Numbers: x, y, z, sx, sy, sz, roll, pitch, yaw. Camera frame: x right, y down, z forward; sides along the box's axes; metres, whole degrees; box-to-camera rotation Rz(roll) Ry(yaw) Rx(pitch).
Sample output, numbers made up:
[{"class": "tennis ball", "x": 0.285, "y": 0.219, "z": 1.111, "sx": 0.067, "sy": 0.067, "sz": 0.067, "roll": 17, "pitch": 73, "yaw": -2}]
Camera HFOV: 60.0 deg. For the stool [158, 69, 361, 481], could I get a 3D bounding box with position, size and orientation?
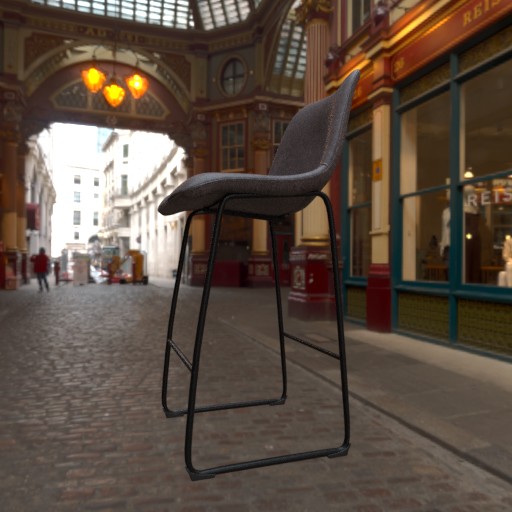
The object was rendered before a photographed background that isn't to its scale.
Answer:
[{"class": "stool", "x": 0.000, "y": 0.000, "z": 1.359, "sx": 0.561, "sy": 1.082, "sz": 0.514, "roll": 0, "pitch": 0, "yaw": -19}]
